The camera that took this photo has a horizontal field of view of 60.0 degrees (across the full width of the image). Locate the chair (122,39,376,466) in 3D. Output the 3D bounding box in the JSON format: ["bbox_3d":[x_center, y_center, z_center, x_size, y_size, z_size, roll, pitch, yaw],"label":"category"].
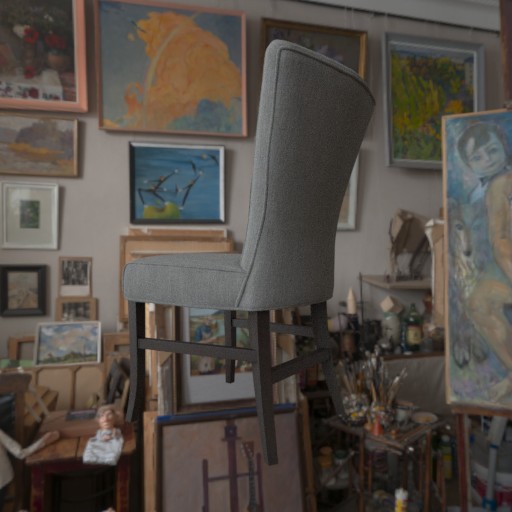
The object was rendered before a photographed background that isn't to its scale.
[{"bbox_3d":[0.000,0.000,1.333,0.660,0.991,0.520,1,2,36],"label":"chair"}]
